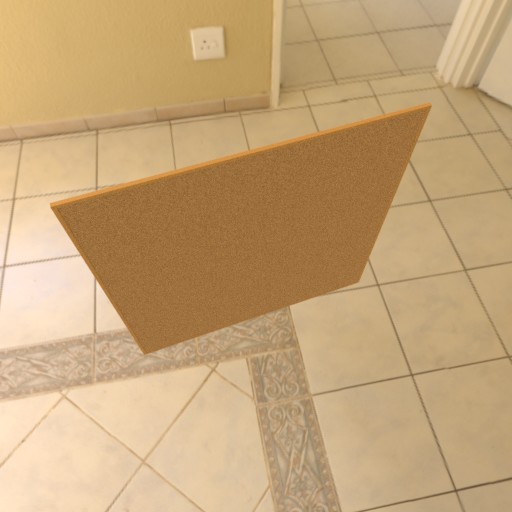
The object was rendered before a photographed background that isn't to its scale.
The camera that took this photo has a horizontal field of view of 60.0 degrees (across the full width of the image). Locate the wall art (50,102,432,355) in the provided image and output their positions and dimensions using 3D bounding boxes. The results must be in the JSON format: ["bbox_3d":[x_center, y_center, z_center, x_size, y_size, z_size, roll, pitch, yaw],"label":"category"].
[{"bbox_3d":[0.000,0.000,1.465,0.962,0.959,0.013,-17,60,-10],"label":"wall art"}]
